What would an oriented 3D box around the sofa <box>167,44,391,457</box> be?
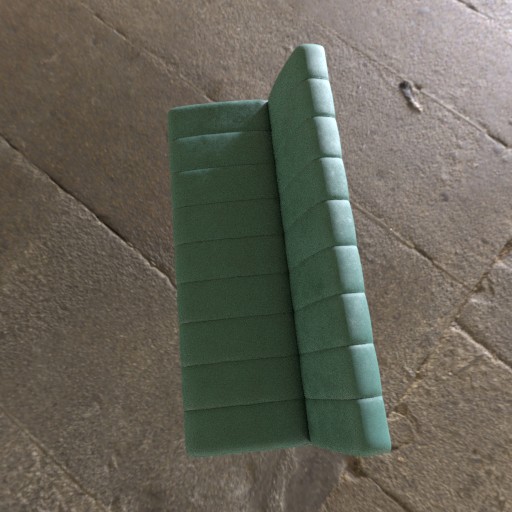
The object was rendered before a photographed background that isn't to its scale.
[{"bbox_3d":[0.000,0.000,2.213,0.830,0.820,1.810,-6,75,-2],"label":"sofa"}]
